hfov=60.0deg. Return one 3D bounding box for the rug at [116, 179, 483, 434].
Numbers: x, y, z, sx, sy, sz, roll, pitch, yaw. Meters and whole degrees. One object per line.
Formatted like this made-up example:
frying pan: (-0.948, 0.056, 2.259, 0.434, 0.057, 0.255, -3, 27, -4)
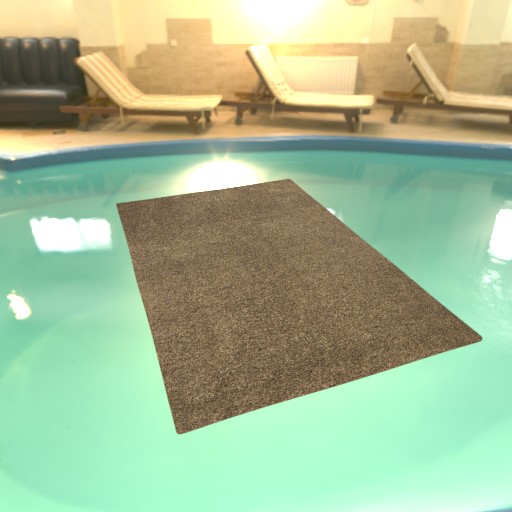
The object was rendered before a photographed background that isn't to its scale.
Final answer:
rug: (0.000, 0.000, 3.381, 1.802, 0.026, 2.699, -11, 33, -18)
